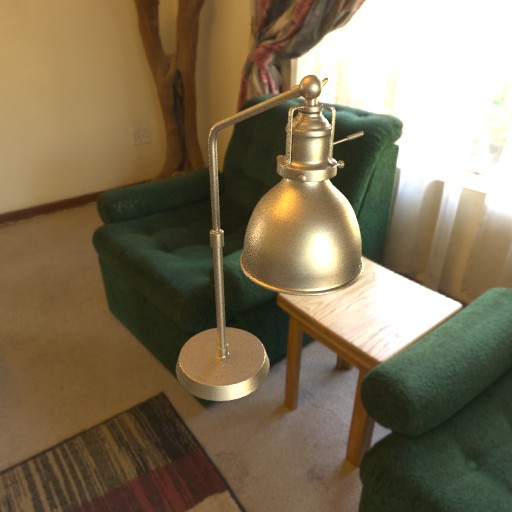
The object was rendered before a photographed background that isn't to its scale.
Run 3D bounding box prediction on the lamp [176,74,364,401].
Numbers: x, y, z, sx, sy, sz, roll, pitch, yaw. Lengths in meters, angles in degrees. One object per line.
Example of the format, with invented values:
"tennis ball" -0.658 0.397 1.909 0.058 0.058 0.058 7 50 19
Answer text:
"lamp" 0.000 0.000 0.585 0.286 0.456 0.153 19 35 30
